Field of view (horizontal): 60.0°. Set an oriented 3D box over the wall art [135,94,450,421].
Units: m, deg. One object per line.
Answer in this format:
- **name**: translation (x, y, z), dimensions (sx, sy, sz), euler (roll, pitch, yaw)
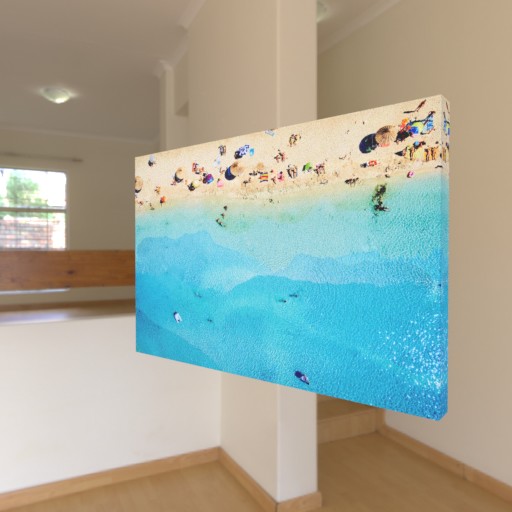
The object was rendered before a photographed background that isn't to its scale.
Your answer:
- **wall art**: translation (0.000, 0.000, 1.102), dimensions (0.894, 0.595, 0.057), euler (1, 1, 38)
